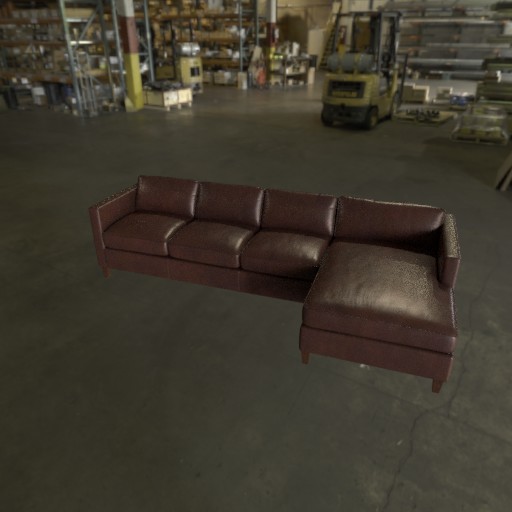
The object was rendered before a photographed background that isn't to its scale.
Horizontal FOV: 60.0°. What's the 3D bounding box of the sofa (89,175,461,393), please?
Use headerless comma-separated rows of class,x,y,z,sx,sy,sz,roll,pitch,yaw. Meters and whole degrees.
sofa,0.000,0.000,3.875,3.203,0.883,1.581,9,28,17
